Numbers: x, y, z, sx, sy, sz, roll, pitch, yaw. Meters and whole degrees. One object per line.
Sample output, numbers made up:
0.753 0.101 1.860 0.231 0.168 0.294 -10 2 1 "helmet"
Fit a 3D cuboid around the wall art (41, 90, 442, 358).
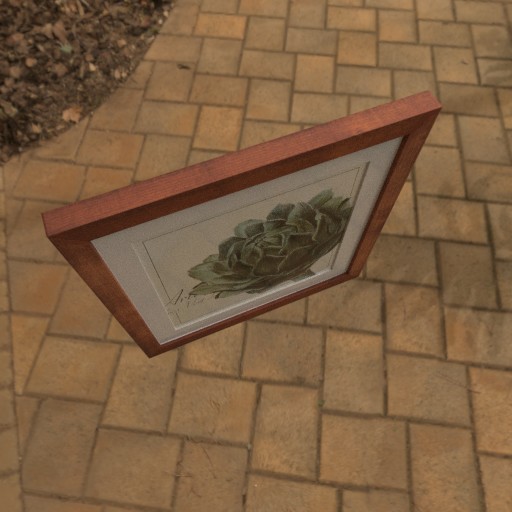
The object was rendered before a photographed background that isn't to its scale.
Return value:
0.000 0.000 0.837 0.554 0.572 0.037 -20 64 -10 "wall art"
